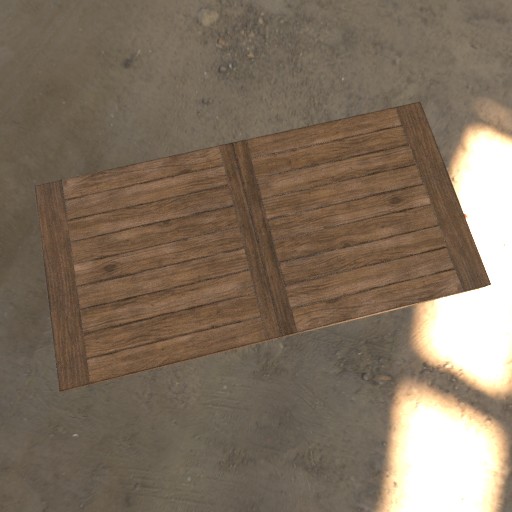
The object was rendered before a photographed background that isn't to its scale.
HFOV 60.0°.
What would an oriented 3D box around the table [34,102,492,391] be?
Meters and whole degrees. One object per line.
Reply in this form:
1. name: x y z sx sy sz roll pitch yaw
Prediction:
1. table: 0.000 0.000 2.339 1.867 0.757 0.931 -13 75 -4
